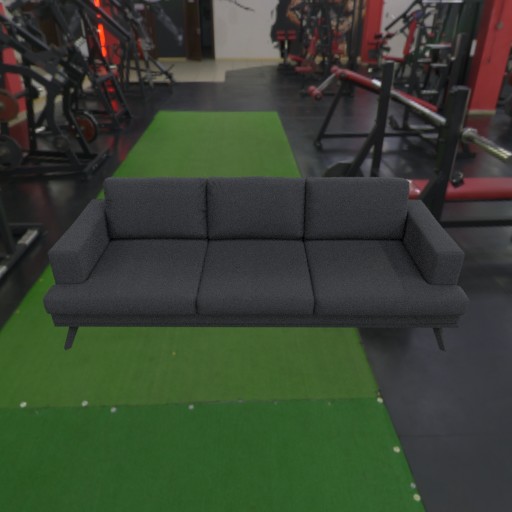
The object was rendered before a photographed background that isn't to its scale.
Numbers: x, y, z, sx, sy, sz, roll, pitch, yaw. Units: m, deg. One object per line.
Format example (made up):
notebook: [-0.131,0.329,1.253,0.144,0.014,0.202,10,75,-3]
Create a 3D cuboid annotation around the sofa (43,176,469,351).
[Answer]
sofa: [0.000,0.000,2.758,2.310,0.810,0.920,0,30,0]
